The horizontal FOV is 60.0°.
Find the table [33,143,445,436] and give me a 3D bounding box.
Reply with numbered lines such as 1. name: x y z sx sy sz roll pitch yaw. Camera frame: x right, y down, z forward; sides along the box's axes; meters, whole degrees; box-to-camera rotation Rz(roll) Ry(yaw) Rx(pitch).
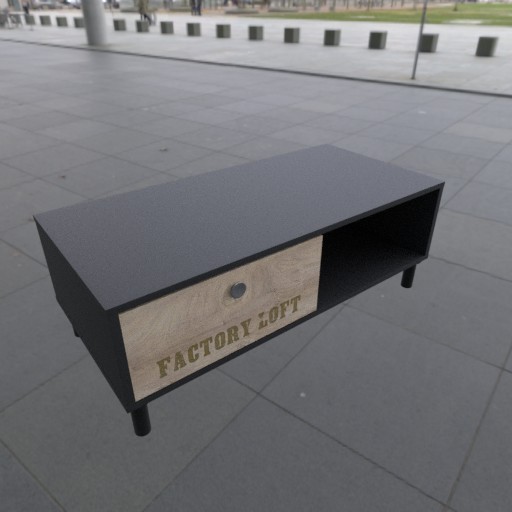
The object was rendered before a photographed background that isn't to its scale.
1. table: 0.000 0.000 1.392 1.100 0.400 0.550 -21 36 -31
